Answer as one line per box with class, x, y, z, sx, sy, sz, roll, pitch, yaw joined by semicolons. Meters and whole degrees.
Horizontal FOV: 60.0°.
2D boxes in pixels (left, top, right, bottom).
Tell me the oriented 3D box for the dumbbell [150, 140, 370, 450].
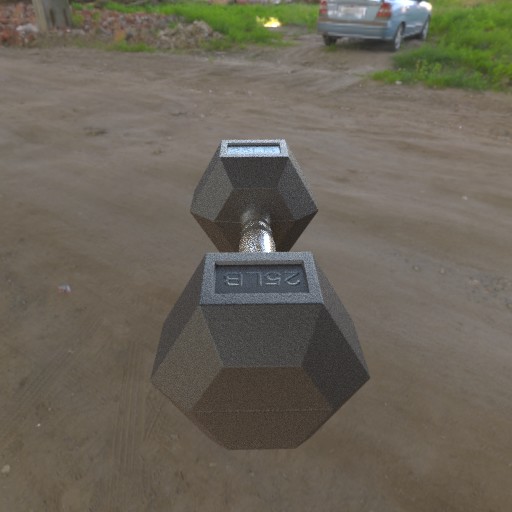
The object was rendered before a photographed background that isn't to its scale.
dumbbell;0.000;0.000;0.374;0.129;0.113;0.315;-1;32;-1
